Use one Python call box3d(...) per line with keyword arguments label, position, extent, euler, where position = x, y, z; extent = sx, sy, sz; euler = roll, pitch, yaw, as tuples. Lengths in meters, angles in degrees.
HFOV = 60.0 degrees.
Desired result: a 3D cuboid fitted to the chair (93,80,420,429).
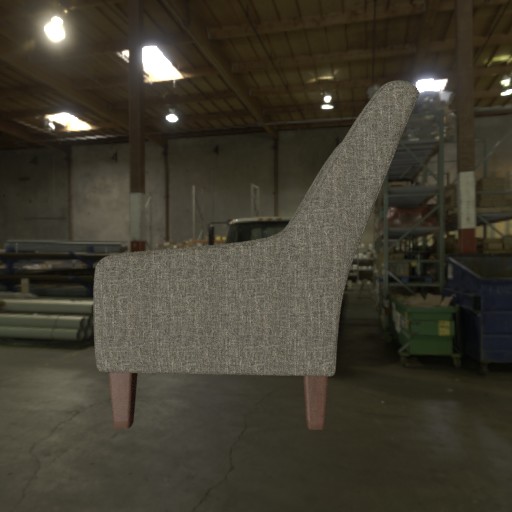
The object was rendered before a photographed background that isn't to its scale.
box3d(label="chair", position=(0.000, 0.000, 1.647), extent=(0.944, 1.012, 0.793), euler=(0, 1, 1))
